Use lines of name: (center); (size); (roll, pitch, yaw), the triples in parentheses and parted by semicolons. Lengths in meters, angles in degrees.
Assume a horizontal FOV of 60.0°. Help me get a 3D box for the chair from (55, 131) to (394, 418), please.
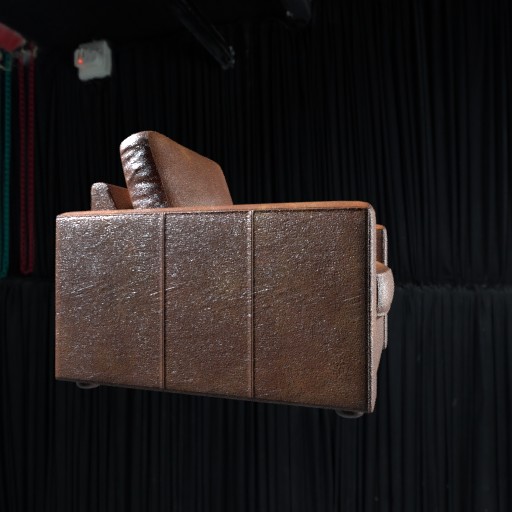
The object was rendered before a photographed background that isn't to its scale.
chair: (0.000, 0.000, 1.715); (1.016, 0.873, 1.005); (0, 0, 18)
